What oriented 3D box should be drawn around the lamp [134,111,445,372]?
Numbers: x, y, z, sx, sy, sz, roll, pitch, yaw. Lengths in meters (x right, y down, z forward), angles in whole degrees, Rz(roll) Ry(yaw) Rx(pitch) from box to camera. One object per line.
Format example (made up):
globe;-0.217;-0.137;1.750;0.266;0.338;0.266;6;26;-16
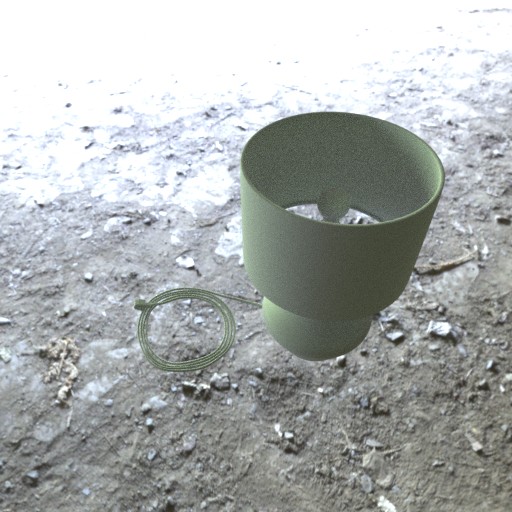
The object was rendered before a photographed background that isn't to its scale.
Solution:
lamp;0.000;0.000;0.849;0.546;0.457;0.401;23;50;21
